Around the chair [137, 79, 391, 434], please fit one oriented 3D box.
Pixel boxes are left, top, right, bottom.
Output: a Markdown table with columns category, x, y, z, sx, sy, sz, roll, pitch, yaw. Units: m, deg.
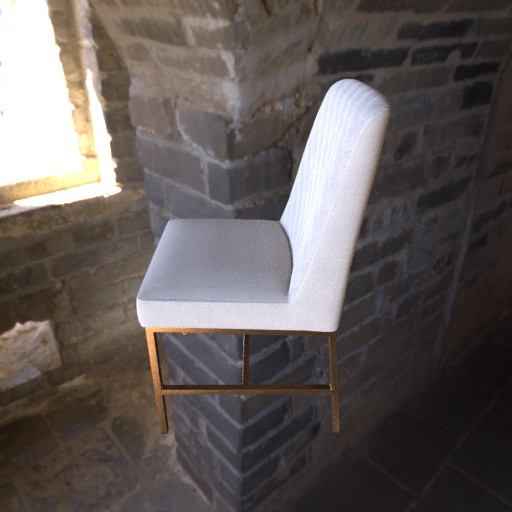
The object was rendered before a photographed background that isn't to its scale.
| category | x | y | z | sx | sy | sz | roll | pitch | yaw |
| --- | --- | --- | --- | --- | --- | --- | --- | --- | --- |
| chair | 0.000 | 0.000 | 1.293 | 0.597 | 0.933 | 0.503 | 0 | 28 | 0 |
